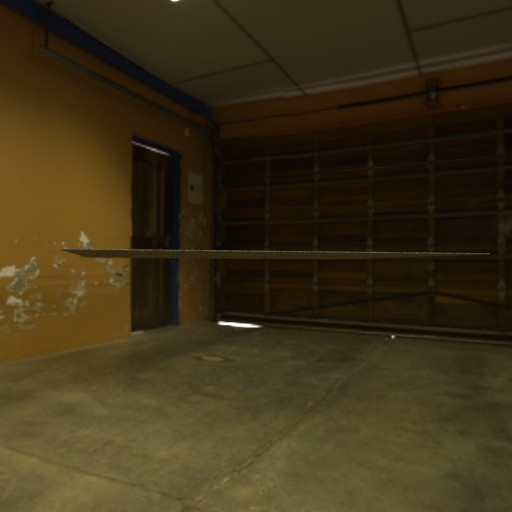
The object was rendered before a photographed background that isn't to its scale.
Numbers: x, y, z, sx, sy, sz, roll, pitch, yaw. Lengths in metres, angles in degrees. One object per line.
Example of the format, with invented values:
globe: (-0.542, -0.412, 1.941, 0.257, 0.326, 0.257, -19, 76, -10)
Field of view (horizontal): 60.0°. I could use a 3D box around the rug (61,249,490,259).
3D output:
rug: (0.000, 0.000, 4.258, 3.200, 0.007, 2.443, 0, -1, -17)
